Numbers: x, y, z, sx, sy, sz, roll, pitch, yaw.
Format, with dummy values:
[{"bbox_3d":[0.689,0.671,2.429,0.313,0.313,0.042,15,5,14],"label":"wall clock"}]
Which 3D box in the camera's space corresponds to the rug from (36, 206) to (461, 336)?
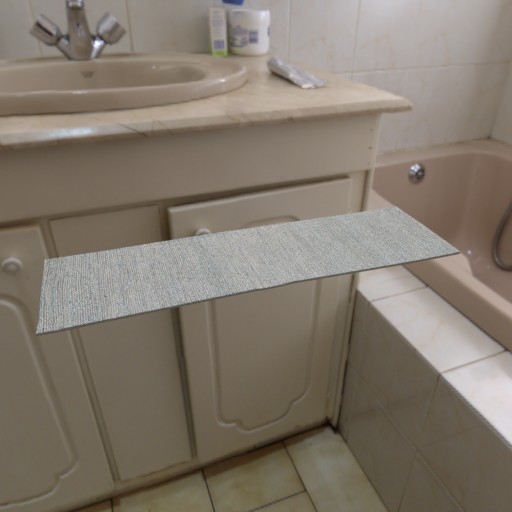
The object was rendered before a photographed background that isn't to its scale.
[{"bbox_3d":[0.000,0.000,2.584,2.341,0.037,0.675,-10,32,-15],"label":"rug"}]
